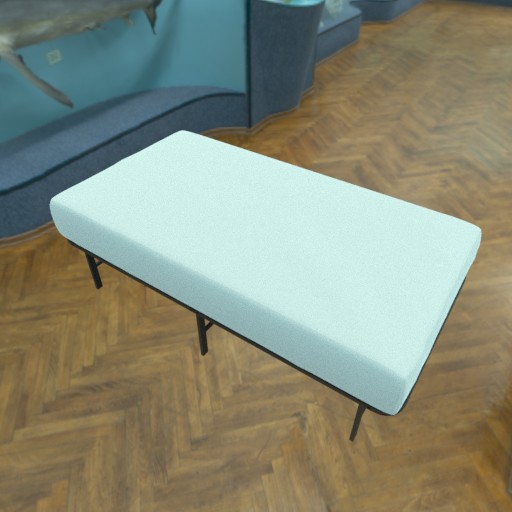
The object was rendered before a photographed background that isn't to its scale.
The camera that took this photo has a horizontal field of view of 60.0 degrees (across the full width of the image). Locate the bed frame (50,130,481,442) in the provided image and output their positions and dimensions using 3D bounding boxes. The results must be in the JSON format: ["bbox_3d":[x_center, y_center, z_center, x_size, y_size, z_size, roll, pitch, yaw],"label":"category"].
[{"bbox_3d":[0.000,0.000,2.318,1.908,0.640,1.025,24,46,26],"label":"bed frame"}]
